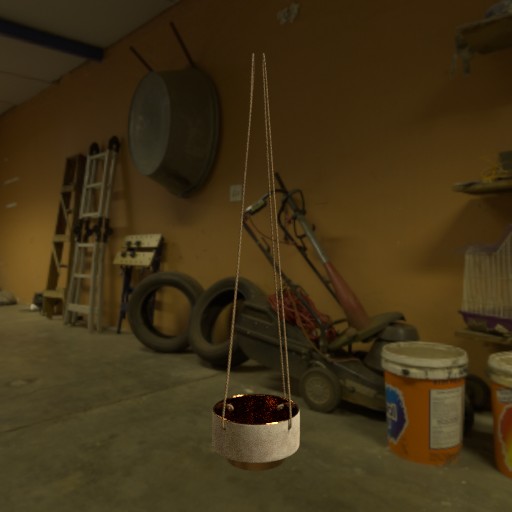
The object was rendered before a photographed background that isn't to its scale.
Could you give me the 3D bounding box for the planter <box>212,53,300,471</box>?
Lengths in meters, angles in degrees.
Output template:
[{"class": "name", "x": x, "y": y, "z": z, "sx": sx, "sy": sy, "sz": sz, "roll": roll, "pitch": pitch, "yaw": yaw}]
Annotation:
[{"class": "planter", "x": 0.000, "y": 0.000, "z": 1.133, "sx": 0.223, "sy": 1.030, "sz": 0.223, "roll": 0, "pitch": 1, "yaw": -1}]
